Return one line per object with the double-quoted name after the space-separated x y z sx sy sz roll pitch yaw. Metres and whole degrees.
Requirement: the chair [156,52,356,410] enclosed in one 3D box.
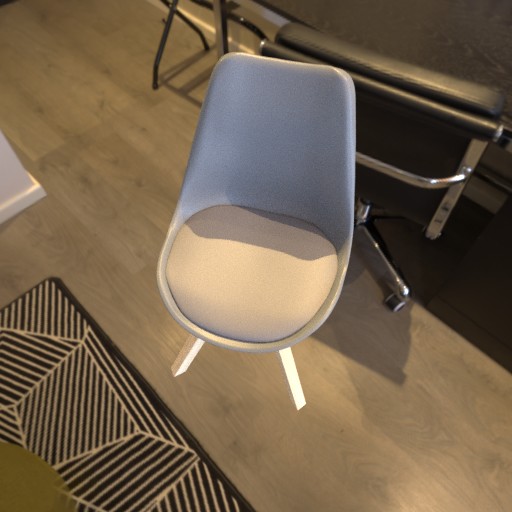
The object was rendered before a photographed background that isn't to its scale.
0.000 0.000 1.207 0.485 0.850 0.550 13 58 8 "chair"
